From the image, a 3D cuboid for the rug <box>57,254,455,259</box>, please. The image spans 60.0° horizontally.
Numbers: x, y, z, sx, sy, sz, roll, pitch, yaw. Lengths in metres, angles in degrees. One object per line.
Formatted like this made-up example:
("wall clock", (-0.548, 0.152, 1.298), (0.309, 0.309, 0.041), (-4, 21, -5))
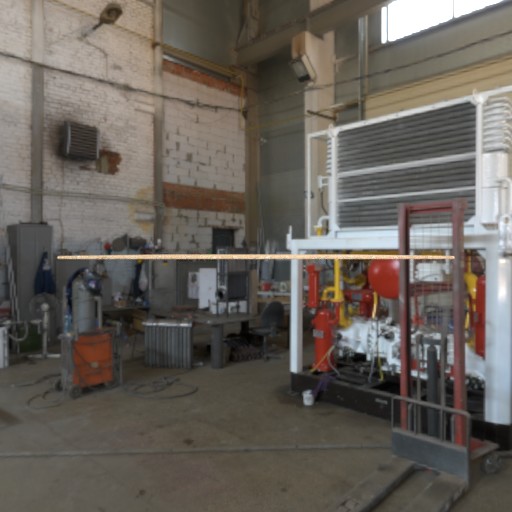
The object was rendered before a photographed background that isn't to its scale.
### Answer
("rug", (0.000, 0.000, 4.215), (2.420, 0.019, 3.039), (0, 0, 0))
